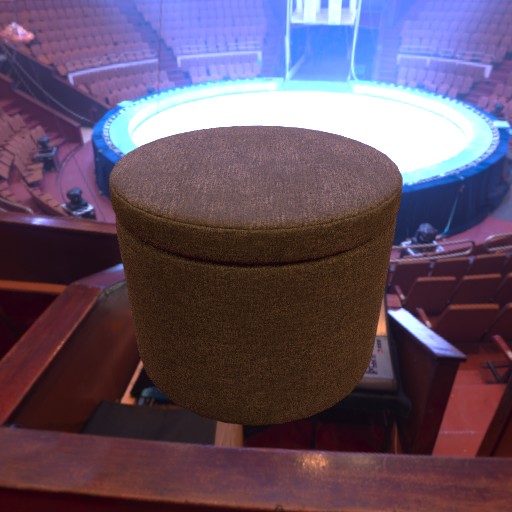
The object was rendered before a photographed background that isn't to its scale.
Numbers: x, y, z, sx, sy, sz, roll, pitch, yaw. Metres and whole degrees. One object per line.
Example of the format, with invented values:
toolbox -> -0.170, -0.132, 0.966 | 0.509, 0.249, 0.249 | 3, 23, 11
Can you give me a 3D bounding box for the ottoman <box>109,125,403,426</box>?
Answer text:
ottoman -> 0.000, 0.000, 0.872 | 0.500, 0.419, 0.500 | 0, 31, 0
